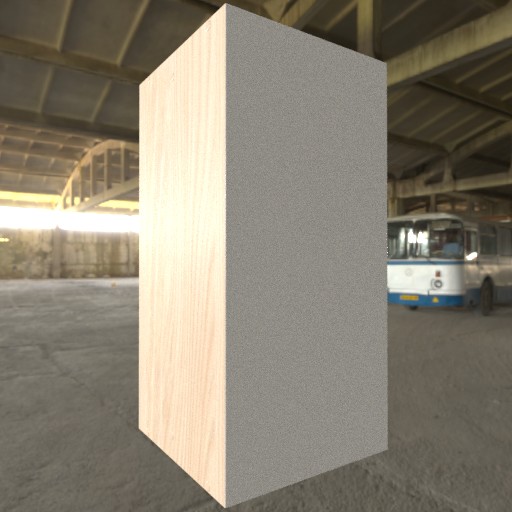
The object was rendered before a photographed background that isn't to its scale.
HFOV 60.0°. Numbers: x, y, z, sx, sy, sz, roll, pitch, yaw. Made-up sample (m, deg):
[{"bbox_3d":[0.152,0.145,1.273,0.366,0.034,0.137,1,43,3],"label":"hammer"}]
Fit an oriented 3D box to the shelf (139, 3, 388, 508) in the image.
[{"bbox_3d":[0.000,0.000,0.724,0.290,0.594,0.297,0,-1,-34],"label":"shelf"}]
